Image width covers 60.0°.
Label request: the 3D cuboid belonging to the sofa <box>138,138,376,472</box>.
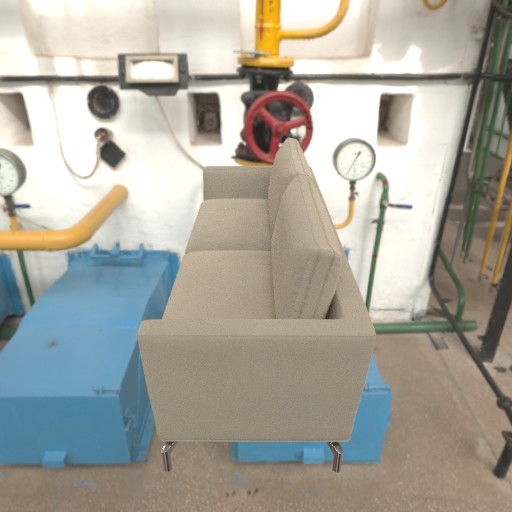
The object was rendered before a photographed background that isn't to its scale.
[{"bbox_3d":[0.000,0.000,2.634,0.868,1.005,2.214,0,27,0],"label":"sofa"}]
